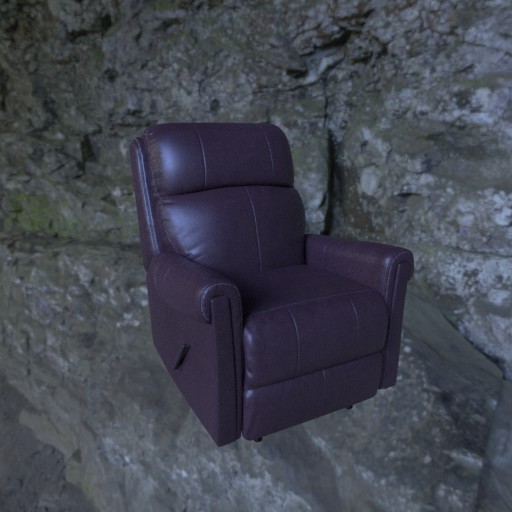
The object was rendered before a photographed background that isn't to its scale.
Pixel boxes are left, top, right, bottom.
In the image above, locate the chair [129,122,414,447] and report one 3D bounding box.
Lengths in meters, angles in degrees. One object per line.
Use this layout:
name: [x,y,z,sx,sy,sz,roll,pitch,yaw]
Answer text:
chair: [0.000,0.000,1.817,0.838,1.054,1.014,-8,18,-27]
